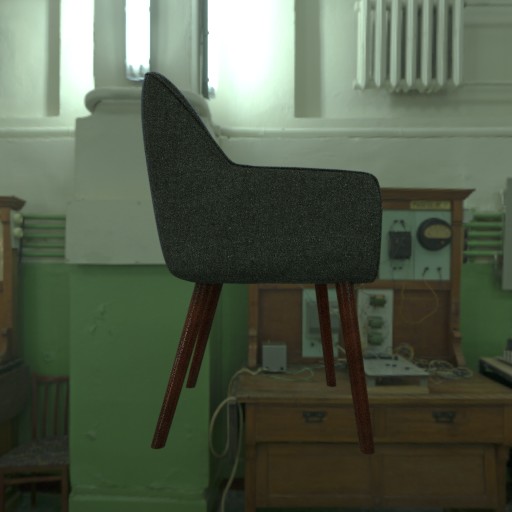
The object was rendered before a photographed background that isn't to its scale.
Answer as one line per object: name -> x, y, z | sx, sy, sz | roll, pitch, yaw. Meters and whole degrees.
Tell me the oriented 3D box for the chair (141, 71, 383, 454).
chair -> 0.000, 0.000, 1.147 | 0.519, 0.803, 0.543 | 0, 0, 1
